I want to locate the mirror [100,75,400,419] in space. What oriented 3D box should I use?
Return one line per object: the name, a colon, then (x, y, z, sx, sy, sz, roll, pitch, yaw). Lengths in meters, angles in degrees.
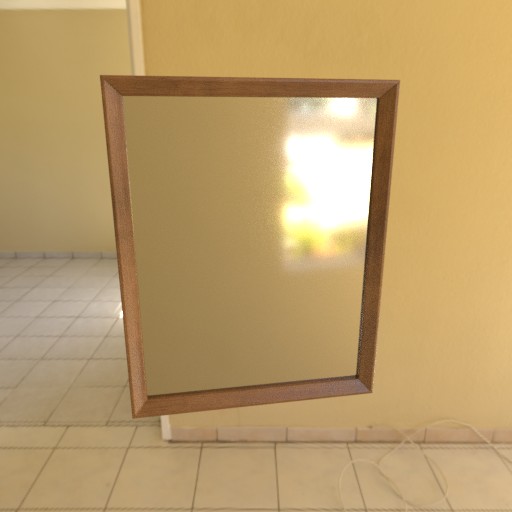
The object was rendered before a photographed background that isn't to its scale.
mirror: (0.000, 0.000, 0.683, 0.406, 0.509, 0.041, -3, 17, -9)
